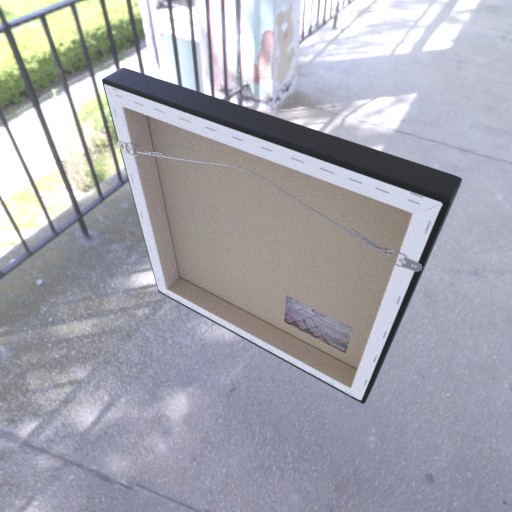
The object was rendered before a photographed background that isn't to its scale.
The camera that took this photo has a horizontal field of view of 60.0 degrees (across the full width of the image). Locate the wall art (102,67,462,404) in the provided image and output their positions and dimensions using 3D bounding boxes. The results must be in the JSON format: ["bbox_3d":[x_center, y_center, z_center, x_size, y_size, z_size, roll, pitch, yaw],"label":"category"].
[{"bbox_3d":[0.000,0.000,0.602,0.406,0.407,0.041,25,53,21],"label":"wall art"}]
